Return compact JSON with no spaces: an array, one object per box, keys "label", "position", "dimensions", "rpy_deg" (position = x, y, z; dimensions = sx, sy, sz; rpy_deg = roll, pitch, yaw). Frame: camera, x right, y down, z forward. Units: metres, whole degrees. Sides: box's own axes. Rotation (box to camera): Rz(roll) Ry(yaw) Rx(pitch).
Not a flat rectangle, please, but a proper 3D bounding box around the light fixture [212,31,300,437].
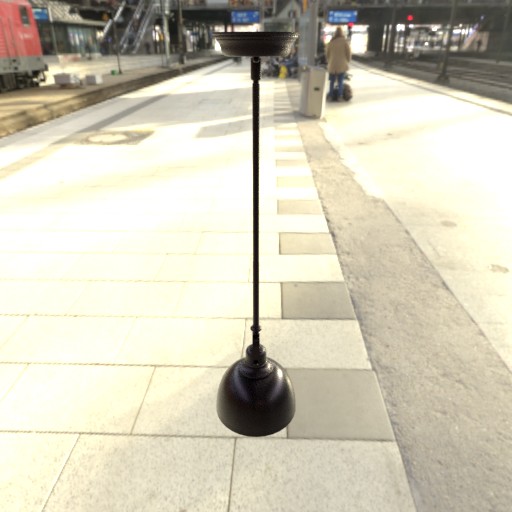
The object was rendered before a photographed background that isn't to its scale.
[{"label":"light fixture","position":[0.000,0.000,0.853],"dimensions":[0.182,0.768,0.182],"rpy_deg":[0,26,0]}]
